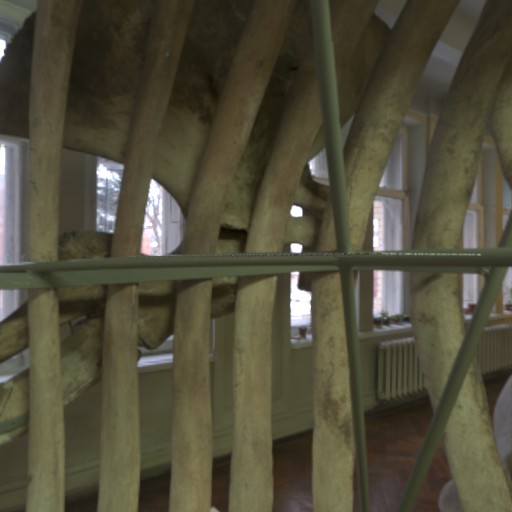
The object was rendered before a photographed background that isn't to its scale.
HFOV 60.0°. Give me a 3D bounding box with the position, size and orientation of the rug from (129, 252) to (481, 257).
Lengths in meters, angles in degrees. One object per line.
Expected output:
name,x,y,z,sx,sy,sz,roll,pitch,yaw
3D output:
rug,0.000,0.000,2.567,0.686,0.008,2.286,0,0,-36
